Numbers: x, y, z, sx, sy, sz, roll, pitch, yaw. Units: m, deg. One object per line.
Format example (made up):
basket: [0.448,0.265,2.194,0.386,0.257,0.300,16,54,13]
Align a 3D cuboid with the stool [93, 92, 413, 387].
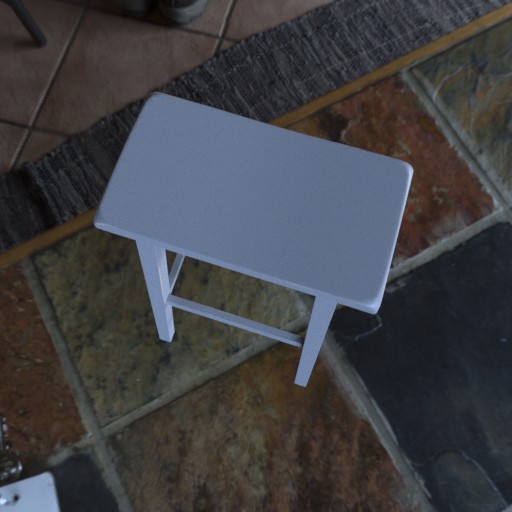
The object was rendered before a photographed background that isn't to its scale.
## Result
stool: [0.000,0.000,1.028,0.457,0.737,0.476,17,75,5]
